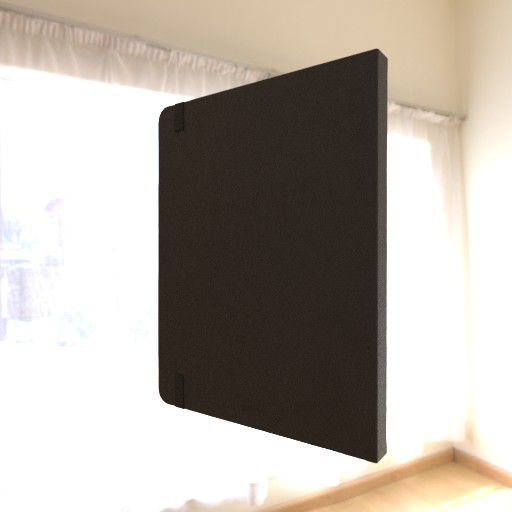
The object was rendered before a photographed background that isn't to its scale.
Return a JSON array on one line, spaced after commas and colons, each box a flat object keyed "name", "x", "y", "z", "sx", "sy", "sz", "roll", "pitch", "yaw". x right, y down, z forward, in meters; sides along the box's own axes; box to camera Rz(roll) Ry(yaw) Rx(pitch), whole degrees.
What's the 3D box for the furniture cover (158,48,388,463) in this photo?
[{"name": "furniture cover", "x": 0.000, "y": 0.000, "z": 0.369, "sx": 0.216, "sy": 0.281, "sz": 0.023, "roll": 0, "pitch": 0, "yaw": 36}]
